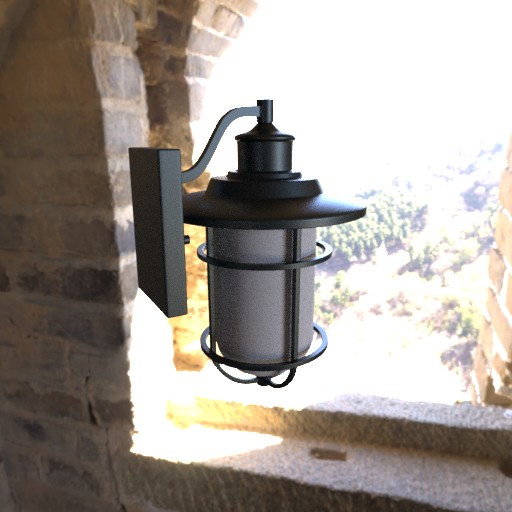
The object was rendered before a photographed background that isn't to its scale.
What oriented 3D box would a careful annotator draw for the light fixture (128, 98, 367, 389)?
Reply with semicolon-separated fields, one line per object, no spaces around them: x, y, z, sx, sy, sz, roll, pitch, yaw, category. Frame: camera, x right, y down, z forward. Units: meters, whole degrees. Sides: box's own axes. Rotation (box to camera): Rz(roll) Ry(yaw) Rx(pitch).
0.000;0.000;0.514;0.252;0.345;0.222;-8;17;-28;light fixture
